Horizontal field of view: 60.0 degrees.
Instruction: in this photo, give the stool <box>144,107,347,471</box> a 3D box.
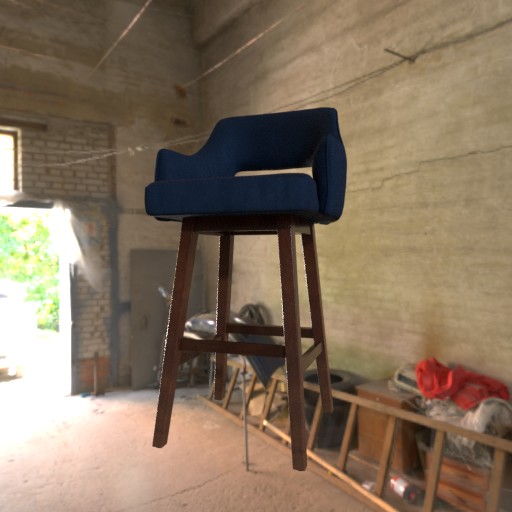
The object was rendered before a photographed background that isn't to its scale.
[{"bbox_3d":[0.000,0.000,1.375,0.550,1.041,0.560,0,0,19],"label":"stool"}]
